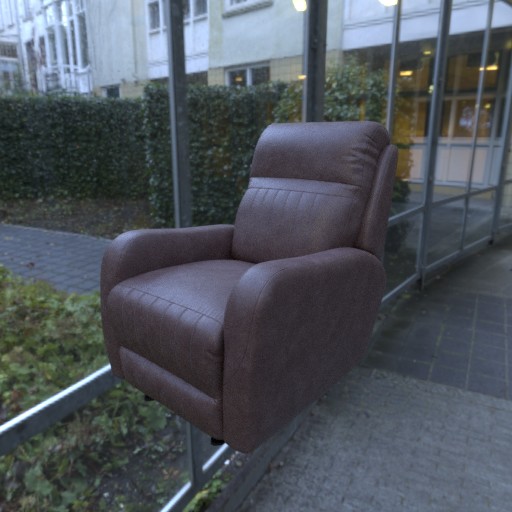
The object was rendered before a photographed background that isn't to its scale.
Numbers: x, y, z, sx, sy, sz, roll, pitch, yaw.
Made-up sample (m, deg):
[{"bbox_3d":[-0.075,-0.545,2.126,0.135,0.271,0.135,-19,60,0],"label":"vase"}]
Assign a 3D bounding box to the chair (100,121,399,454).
[{"bbox_3d":[0.000,0.000,1.819,0.865,1.067,1.067,14,21,40],"label":"chair"}]
